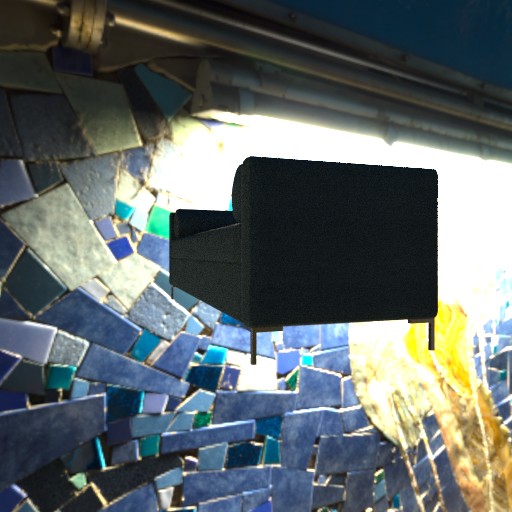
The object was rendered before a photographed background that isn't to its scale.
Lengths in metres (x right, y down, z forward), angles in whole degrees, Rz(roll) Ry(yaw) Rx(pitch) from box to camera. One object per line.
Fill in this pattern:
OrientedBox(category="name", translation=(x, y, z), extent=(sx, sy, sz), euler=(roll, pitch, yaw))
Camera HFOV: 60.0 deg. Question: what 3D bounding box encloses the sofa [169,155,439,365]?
OrientedBox(category="sofa", translation=(0.000, 0.000, 2.342), extent=(0.686, 0.635, 1.981), euler=(0, 0, -18))
